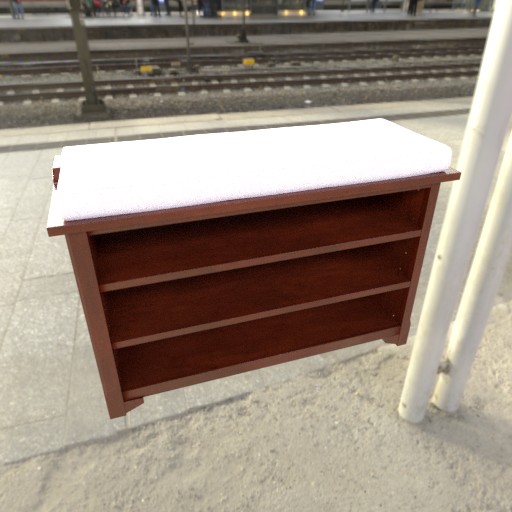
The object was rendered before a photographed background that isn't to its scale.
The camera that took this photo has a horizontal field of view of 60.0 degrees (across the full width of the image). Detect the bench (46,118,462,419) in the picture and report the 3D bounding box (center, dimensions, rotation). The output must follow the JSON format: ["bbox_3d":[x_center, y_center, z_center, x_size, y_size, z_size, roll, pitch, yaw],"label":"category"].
[{"bbox_3d":[0.000,0.000,1.284,0.987,0.646,0.369,-10,32,-16],"label":"bench"}]
